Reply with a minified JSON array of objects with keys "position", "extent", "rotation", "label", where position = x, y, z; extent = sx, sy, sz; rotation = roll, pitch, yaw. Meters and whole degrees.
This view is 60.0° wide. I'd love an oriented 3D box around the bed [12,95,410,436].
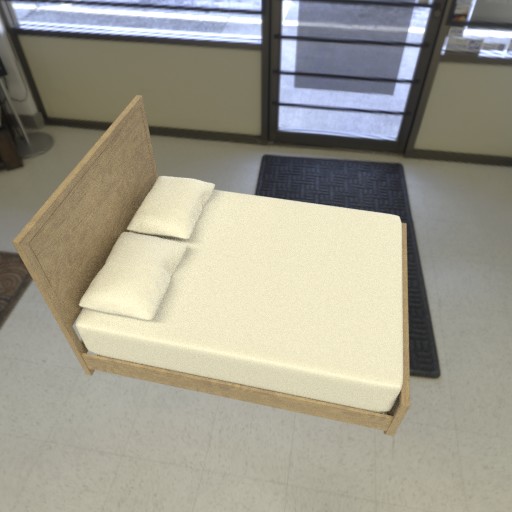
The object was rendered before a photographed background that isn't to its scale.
[{"position":[0.000,0.000,3.129],"extent":[2.189,1.369,1.606],"rotation":[9,47,8],"label":"bed"}]
